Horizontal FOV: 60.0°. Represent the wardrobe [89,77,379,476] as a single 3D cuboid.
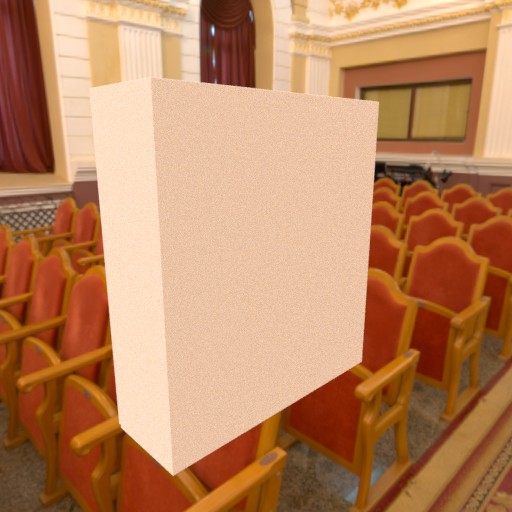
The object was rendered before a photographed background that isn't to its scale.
[{"bbox_3d":[0.000,0.000,2.965,1.830,2.020,0.600,-14,20,-42],"label":"wardrobe"}]
